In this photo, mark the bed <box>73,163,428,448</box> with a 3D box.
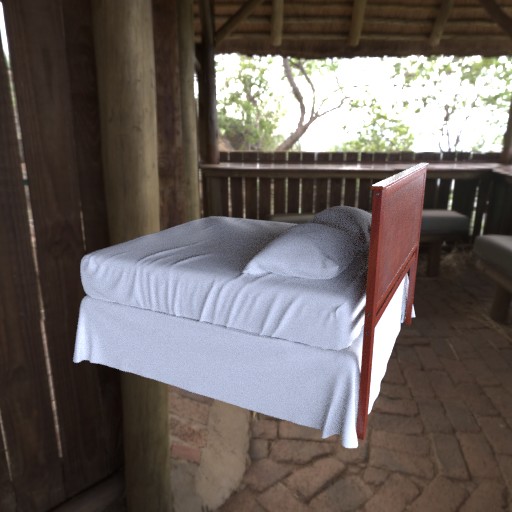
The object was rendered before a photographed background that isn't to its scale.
[{"bbox_3d":[0.000,0.000,3.177,2.050,1.270,1.870,8,17,26],"label":"bed"}]
